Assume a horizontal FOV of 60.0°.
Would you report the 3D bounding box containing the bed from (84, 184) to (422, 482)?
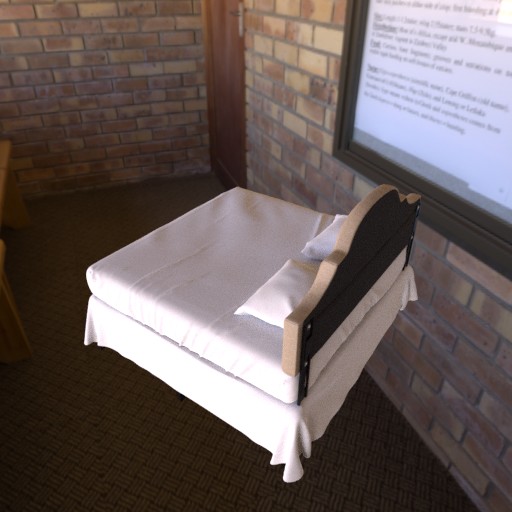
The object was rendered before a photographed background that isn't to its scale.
[{"bbox_3d":[0.000,0.000,3.678,2.222,1.631,2.303,21,38,29],"label":"bed"}]
